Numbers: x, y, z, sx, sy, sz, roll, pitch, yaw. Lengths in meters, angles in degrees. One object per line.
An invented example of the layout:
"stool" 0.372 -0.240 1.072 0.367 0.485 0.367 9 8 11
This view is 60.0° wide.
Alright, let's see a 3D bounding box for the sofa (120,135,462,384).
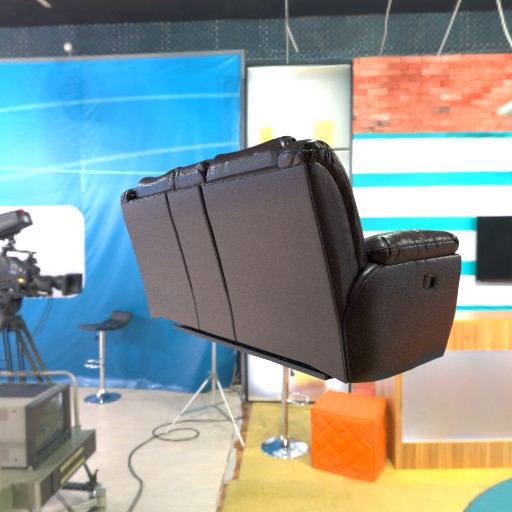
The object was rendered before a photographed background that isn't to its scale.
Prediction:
"sofa" 0.000 0.000 2.623 0.991 1.043 2.058 -1 2 -36
